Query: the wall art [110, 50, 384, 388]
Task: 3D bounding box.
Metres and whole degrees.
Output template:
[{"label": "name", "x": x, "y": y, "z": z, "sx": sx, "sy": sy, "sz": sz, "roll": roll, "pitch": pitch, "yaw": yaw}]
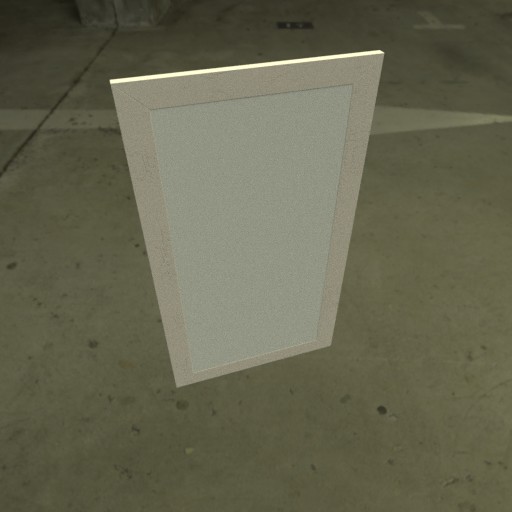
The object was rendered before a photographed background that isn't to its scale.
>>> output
[{"label": "wall art", "x": 0.000, "y": 0.000, "z": 0.820, "sx": 0.380, "sy": 0.683, "sz": 0.013, "roll": -12, "pitch": 43, "yaw": -13}]
